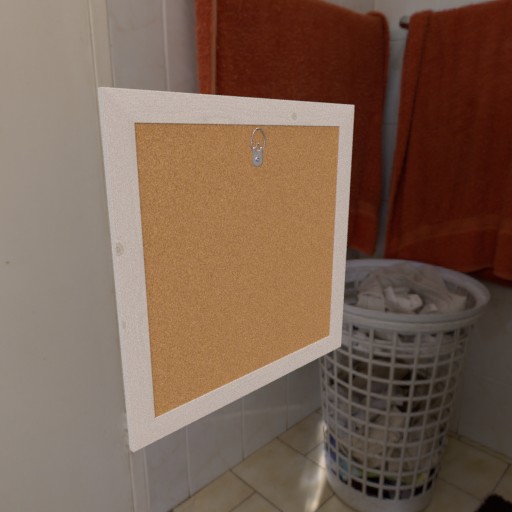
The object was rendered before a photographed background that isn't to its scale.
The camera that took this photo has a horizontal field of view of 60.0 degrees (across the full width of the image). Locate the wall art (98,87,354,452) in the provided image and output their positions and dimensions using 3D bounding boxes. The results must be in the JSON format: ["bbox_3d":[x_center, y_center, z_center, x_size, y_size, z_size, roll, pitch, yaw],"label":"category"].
[{"bbox_3d":[0.000,0.000,0.859,0.572,0.577,0.015,-14,21,-41],"label":"wall art"}]
